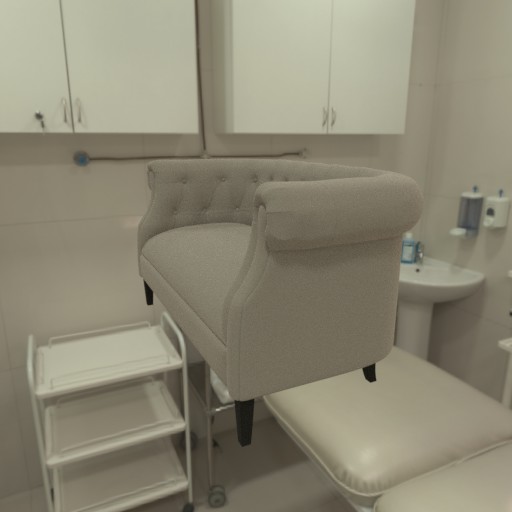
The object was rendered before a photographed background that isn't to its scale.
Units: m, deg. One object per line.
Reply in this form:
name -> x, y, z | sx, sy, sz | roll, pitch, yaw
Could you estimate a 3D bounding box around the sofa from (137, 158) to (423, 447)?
sofa -> 0.000, 0.000, 2.048 | 0.835, 0.827, 1.558 | -7, 17, -25
